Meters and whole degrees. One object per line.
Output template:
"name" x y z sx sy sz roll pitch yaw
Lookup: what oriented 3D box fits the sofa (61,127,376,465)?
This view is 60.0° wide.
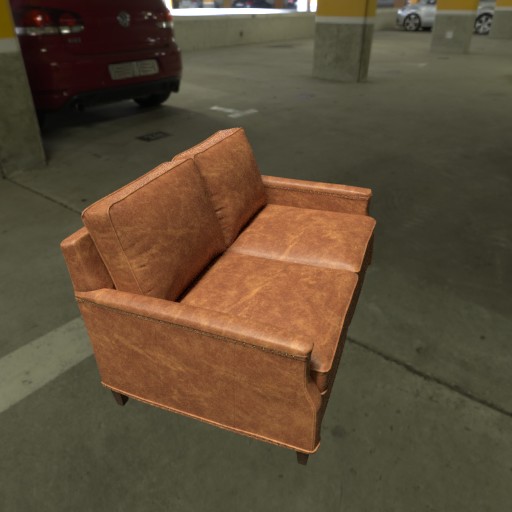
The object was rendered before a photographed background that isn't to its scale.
"sofa" 0.000 0.000 2.321 1.084 1.003 1.597 11 32 18
